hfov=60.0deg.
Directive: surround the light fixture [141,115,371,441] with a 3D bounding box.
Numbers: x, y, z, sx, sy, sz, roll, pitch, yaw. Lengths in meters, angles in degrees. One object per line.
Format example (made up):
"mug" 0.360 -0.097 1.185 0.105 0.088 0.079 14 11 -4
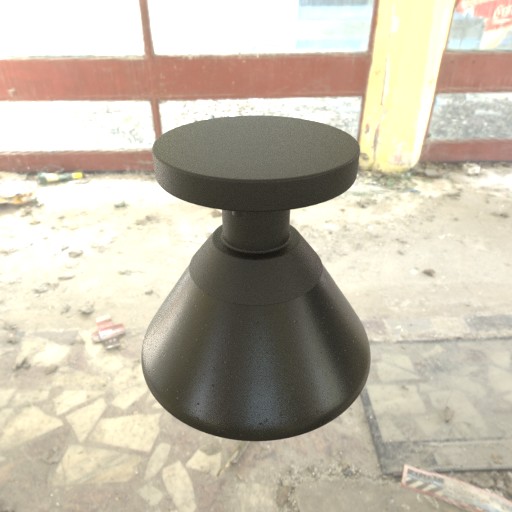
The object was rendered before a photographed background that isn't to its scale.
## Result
"light fixture" 0.000 0.000 0.349 0.200 0.183 0.200 0 32 0
